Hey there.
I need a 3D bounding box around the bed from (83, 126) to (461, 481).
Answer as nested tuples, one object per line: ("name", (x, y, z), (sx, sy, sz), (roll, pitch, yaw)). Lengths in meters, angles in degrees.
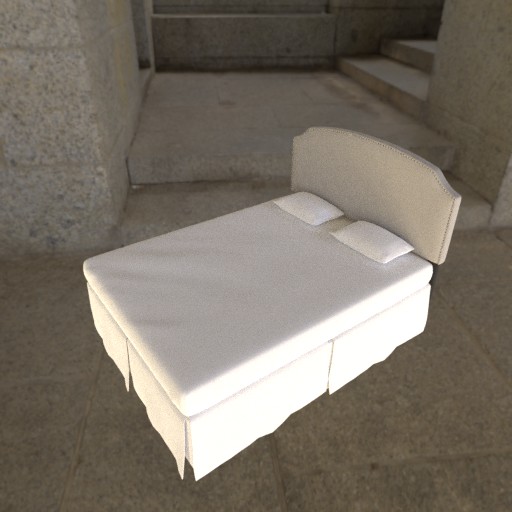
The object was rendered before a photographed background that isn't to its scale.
("bed", (0.000, 0.000, 2.946), (1.999, 1.270, 1.558), (-21, 38, -30))
